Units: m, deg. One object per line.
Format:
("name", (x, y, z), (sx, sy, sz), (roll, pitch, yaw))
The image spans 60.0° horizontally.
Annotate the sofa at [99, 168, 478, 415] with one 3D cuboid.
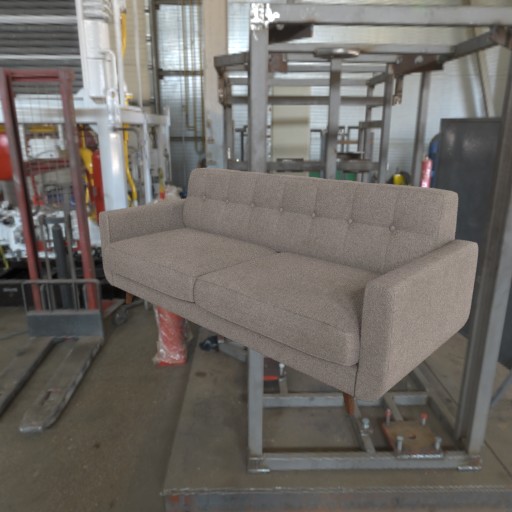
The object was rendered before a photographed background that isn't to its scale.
("sofa", (0.000, 0.000, 2.464), (2.029, 0.841, 0.909), (15, 22, 42))
